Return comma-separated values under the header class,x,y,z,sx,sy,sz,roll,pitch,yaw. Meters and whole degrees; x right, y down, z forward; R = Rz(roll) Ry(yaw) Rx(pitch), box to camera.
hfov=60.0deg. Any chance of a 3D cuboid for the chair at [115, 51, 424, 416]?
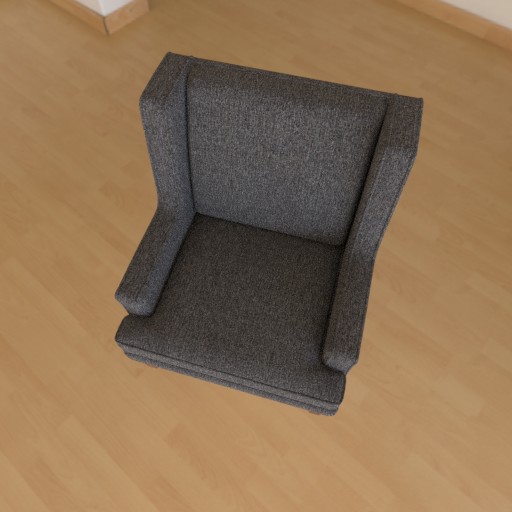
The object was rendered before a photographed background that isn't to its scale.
class,x,y,z,sx,sy,sz,roll,pitch,yaw
chair,0.000,0.000,1.800,0.942,1.082,0.927,14,61,8
